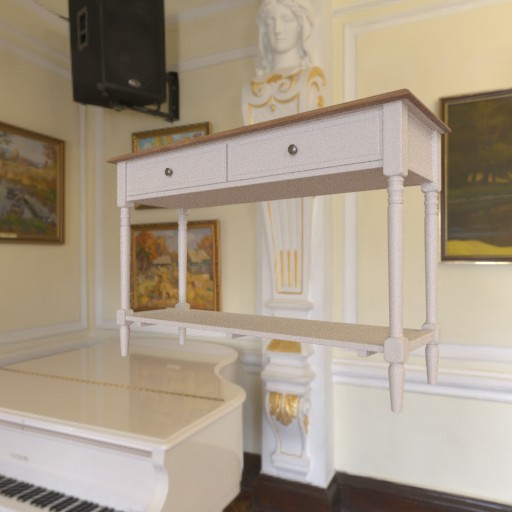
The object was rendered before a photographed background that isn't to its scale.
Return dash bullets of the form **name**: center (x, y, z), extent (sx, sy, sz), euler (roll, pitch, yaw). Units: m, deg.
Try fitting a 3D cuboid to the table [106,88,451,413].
- **table**: center (0.000, 0.000, 1.580), extent (1.219, 0.800, 0.399), euler (-1, -1, 37)
